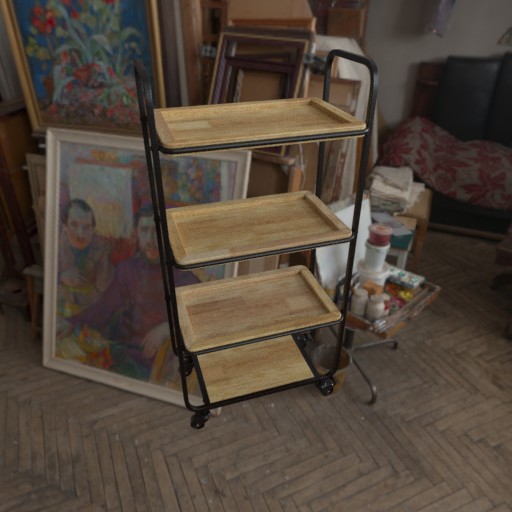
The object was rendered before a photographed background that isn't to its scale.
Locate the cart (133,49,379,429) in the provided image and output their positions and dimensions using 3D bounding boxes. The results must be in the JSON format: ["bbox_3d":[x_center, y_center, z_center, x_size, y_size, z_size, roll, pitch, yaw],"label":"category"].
[{"bbox_3d":[0.000,0.000,1.311,0.545,1.080,0.321,-10,33,-15],"label":"cart"}]
